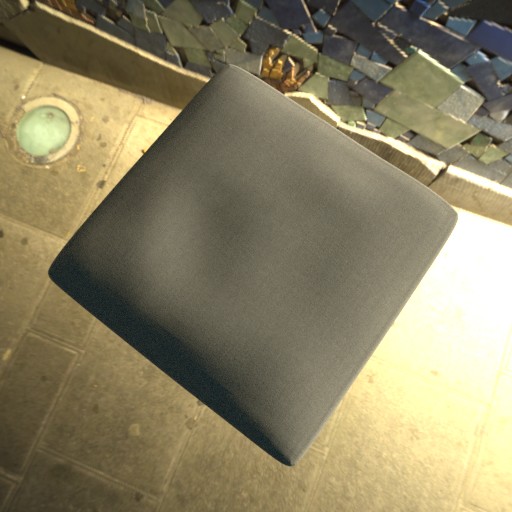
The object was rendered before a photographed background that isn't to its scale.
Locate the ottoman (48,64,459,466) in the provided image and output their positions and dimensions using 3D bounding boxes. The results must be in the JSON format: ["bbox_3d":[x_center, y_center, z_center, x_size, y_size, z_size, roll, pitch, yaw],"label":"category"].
[{"bbox_3d":[0.000,0.000,1.360,0.843,0.436,0.840,36,79,8],"label":"ottoman"}]
